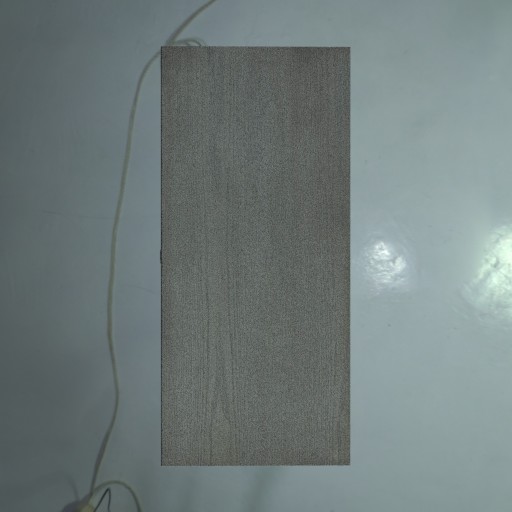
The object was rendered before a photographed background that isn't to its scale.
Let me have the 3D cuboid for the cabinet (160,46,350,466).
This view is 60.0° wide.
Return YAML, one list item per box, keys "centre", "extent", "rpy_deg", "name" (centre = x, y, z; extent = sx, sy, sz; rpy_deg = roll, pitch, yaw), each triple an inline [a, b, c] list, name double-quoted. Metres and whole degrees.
- centre: [0.000, 0.000, 1.219]
  extent: [0.370, 0.787, 0.781]
  rpy_deg: [0, 90, -1]
  name: "cabinet"
